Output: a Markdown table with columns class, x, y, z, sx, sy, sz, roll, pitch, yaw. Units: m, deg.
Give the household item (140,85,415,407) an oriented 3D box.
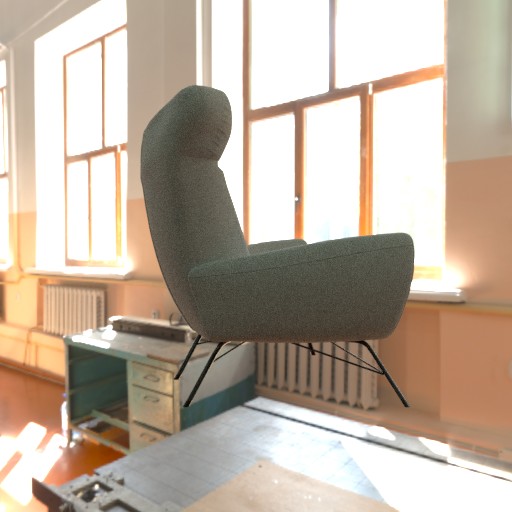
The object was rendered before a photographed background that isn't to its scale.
| class | x | y | z | sx | sy | sz | roll | pitch | yaw |
| --- | --- | --- | --- | --- | --- | --- | --- | --- | --- |
| household item | 0.000 | 0.000 | 1.791 | 0.900 | 1.050 | 0.980 | 0 | 1 | -17 |
